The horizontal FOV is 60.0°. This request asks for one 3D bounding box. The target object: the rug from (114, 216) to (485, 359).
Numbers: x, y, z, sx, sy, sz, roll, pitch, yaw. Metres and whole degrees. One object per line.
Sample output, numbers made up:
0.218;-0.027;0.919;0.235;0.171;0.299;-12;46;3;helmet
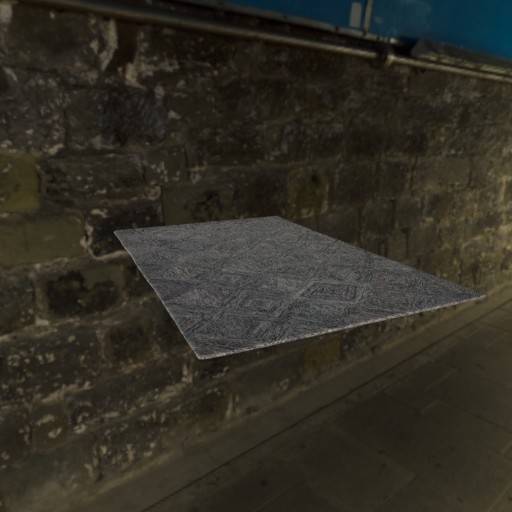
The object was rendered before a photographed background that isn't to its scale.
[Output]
0.000;0.000;2.226;1.158;0.013;1.752;-7;18;-24;rug
